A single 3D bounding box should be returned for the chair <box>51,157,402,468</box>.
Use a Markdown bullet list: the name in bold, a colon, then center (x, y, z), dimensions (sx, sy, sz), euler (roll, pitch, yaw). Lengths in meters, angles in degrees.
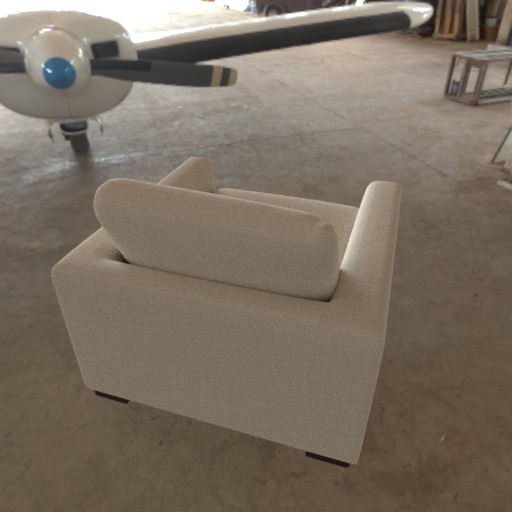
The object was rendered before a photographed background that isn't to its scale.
- **chair**: center (0.000, 0.000, 1.829), dimensions (1.070, 0.876, 1.100), euler (10, 35, 15)
